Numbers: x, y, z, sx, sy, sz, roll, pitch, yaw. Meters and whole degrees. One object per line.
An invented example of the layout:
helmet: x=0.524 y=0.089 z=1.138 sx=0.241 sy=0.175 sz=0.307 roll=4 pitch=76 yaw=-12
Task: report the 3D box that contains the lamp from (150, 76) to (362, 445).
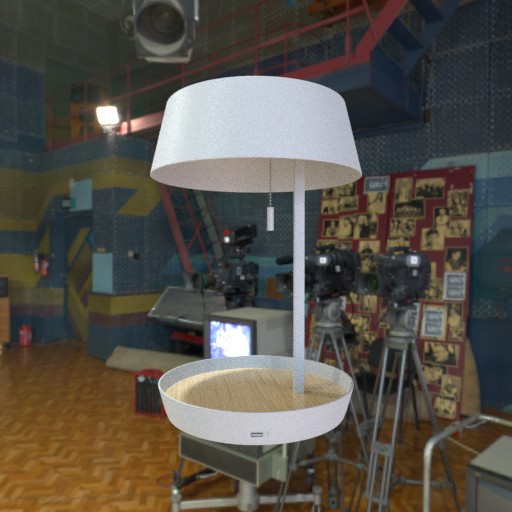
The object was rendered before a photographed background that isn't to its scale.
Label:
lamp: x=0.000 y=0.000 z=0.626 sx=0.291 sy=0.429 sz=0.291 roll=0 pitch=1 yaw=0
